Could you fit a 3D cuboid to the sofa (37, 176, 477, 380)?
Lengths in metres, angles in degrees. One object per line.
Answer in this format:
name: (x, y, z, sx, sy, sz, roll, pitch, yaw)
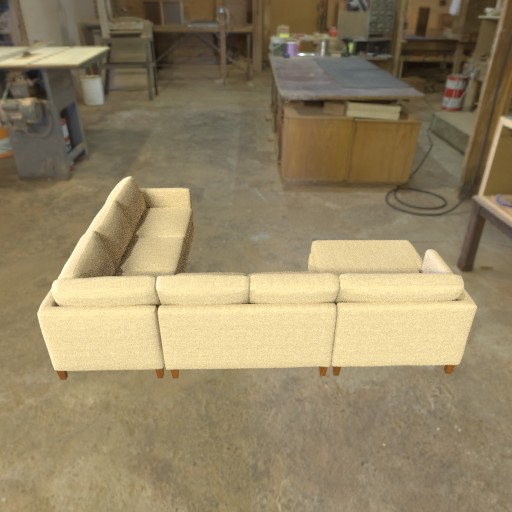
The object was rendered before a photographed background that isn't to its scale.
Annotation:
sofa: (0.000, 0.000, 4.644, 3.460, 0.961, 2.594, -1, 30, -1)
